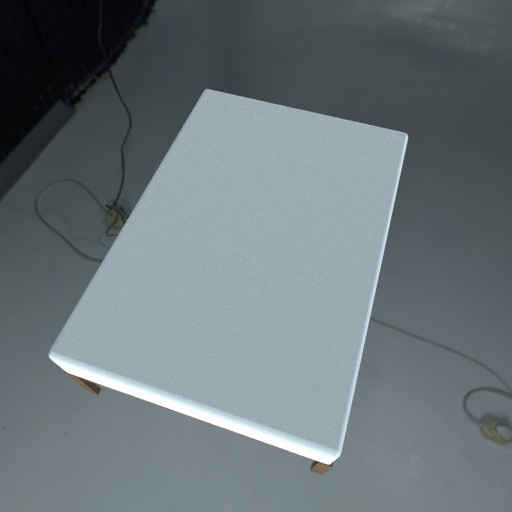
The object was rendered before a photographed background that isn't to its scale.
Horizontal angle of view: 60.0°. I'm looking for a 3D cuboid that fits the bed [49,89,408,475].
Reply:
[{"bbox_3d":[0.000,0.000,2.592,1.348,0.616,1.927,16,60,9],"label":"bed"}]
